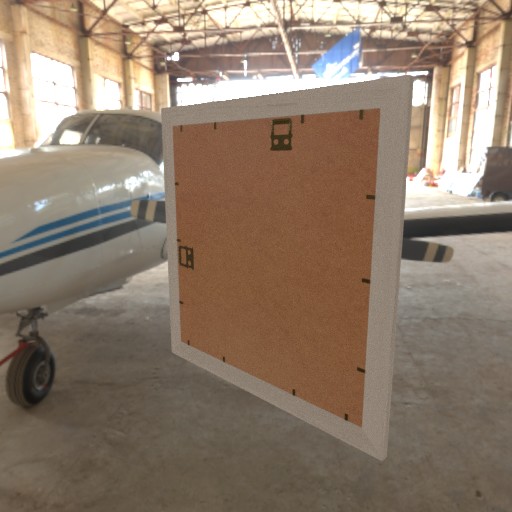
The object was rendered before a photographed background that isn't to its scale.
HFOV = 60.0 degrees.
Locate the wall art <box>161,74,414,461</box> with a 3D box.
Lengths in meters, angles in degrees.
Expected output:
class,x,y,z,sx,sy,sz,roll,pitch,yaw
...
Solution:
class,x,y,z,sx,sy,sz,roll,pitch,yaw
wall art,0.000,0.000,0.853,0.584,0.584,0.013,12,17,43
